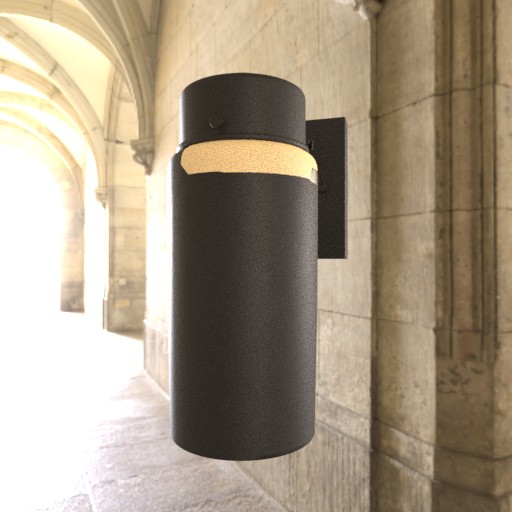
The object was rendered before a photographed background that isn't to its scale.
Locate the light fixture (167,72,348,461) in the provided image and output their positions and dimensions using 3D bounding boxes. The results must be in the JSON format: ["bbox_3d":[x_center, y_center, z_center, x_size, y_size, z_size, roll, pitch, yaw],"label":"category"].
[{"bbox_3d":[0.000,0.000,0.360,0.130,0.257,0.176,0,0,17],"label":"light fixture"}]
